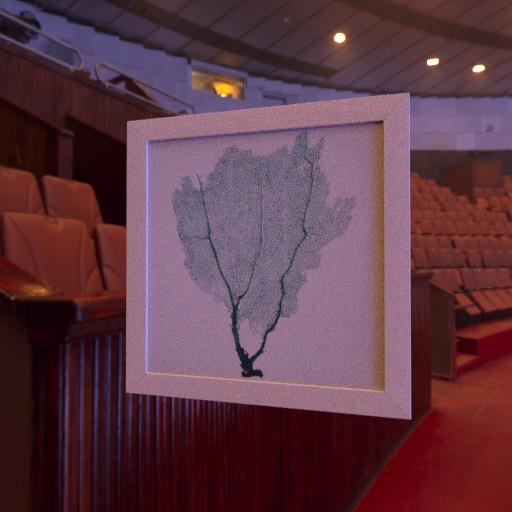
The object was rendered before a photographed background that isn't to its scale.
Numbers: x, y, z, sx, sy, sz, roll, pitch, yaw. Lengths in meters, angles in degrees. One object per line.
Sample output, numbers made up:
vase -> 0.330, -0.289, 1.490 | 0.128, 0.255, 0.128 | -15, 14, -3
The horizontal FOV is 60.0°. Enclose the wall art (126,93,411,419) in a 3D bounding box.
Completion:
wall art -> 0.000, 0.000, 0.870 | 0.572, 0.577, 0.015 | 0, -1, 16
